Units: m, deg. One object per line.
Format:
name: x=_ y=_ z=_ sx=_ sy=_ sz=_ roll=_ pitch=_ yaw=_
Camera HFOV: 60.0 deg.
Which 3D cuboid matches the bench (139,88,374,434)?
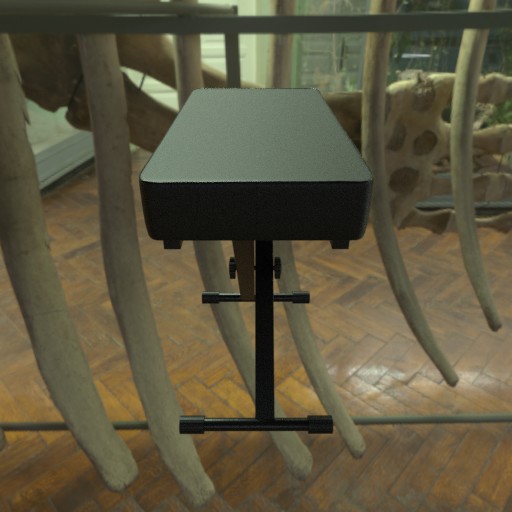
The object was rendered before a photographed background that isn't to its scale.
bench: x=0.000 y=0.000 z=0.927 sx=0.300 sy=0.561 sz=0.600 roll=0 pitch=31 yaw=0
